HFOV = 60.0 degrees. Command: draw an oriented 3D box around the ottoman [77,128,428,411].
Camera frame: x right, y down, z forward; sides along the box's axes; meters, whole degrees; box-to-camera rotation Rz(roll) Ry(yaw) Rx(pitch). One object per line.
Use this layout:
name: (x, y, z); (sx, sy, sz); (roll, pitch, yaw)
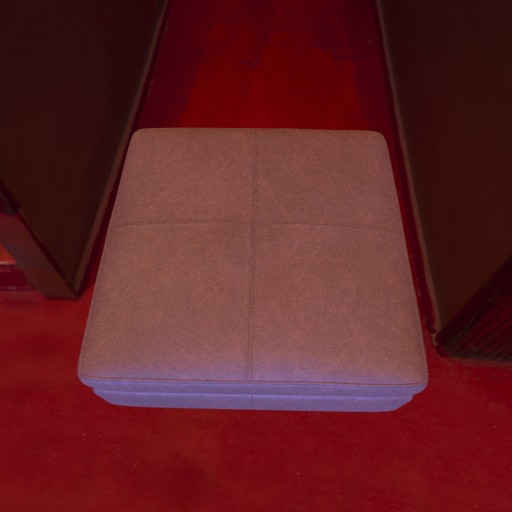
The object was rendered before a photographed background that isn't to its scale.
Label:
ottoman: (0.000, 0.000, 1.834); (1.168, 0.490, 1.168); (1, 59, 1)
